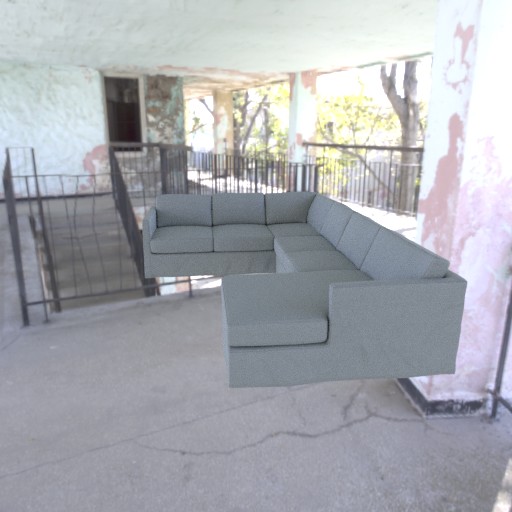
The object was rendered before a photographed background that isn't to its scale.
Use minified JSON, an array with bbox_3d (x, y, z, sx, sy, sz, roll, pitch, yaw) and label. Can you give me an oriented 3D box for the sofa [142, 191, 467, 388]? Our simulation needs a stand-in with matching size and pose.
[{"bbox_3d":[0.000,0.000,4.475,2.427,0.882,3.460,-2,16,-6],"label":"sofa"}]
